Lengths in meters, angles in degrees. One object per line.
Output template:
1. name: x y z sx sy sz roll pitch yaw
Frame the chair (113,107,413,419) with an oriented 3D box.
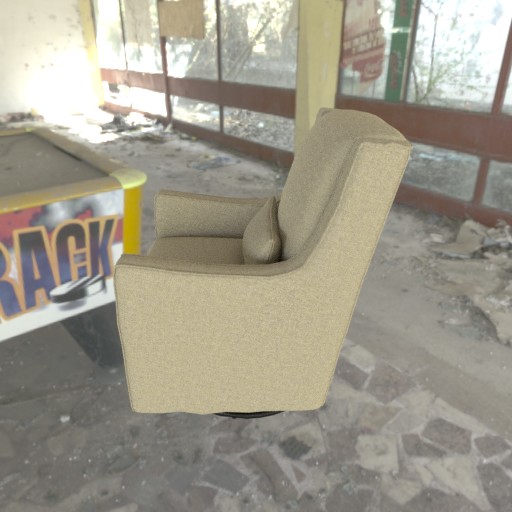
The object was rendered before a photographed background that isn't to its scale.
1. chair: 0.000 0.000 1.624 0.879 0.993 0.732 -1 26 -1
